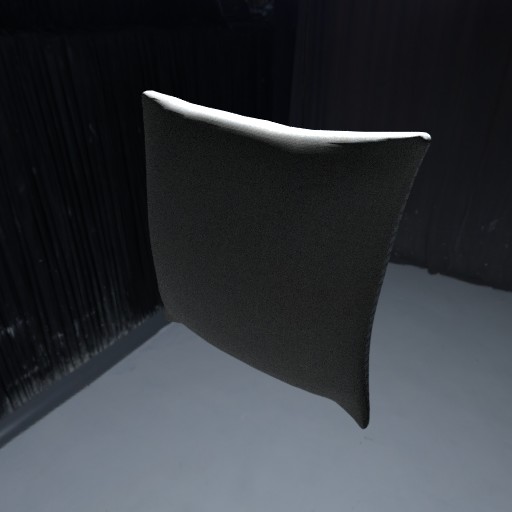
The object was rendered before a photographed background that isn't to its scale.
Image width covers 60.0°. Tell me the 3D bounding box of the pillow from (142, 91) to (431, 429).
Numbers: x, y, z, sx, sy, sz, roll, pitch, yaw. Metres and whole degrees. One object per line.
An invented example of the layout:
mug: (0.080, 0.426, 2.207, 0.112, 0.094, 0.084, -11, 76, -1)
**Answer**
pillow: (0.000, 0.000, 0.766, 0.496, 0.491, 0.219, 20, 36, 31)
